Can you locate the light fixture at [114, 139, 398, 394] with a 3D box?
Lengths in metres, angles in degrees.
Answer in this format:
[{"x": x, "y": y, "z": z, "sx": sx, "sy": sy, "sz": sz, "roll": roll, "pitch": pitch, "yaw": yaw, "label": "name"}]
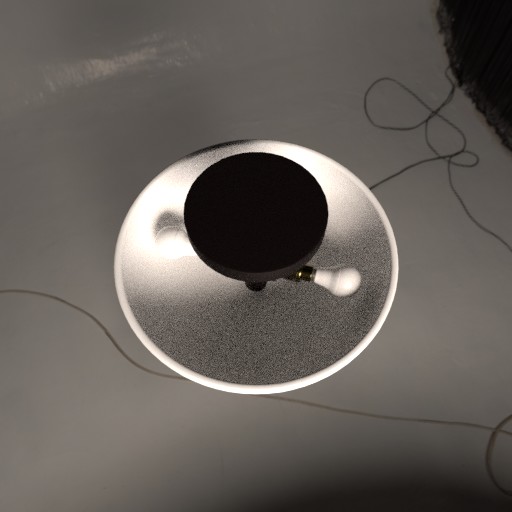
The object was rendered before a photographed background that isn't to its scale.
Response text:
[{"x": 0.000, "y": 0.000, "z": 0.539, "sx": 0.331, "sy": 0.212, "sz": 0.331, "roll": 0, "pitch": 63, "yaw": 0, "label": "light fixture"}]
